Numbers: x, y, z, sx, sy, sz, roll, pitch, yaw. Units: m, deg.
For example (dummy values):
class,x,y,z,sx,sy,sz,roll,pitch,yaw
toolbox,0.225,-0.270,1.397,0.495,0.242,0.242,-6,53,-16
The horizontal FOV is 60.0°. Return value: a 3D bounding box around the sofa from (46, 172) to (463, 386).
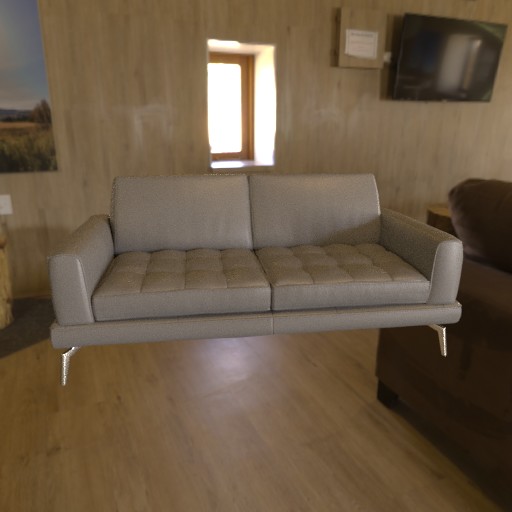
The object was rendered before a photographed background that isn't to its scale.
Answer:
class,x,y,z,sx,sy,sz,roll,pitch,yaw
sofa,0.000,0.000,2.718,2.177,0.930,1.121,-2,16,-7
